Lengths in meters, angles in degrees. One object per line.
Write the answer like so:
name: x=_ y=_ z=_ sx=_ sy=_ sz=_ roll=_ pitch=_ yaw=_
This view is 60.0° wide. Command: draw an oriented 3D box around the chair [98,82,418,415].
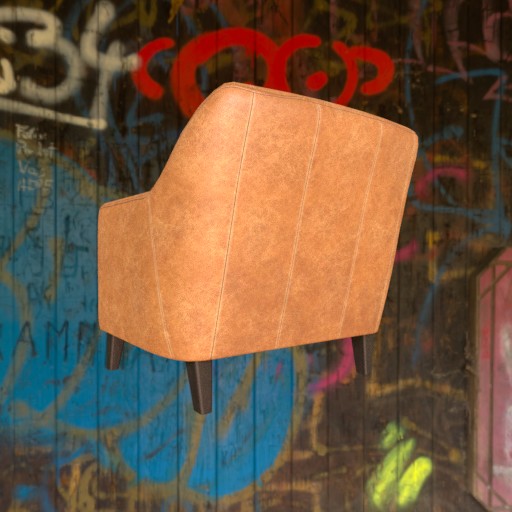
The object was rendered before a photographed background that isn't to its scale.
chair: x=0.000 y=0.000 z=1.816 sx=1.037 sy=0.980 sz=1.034 roll=0 pitch=1 yaw=-36
